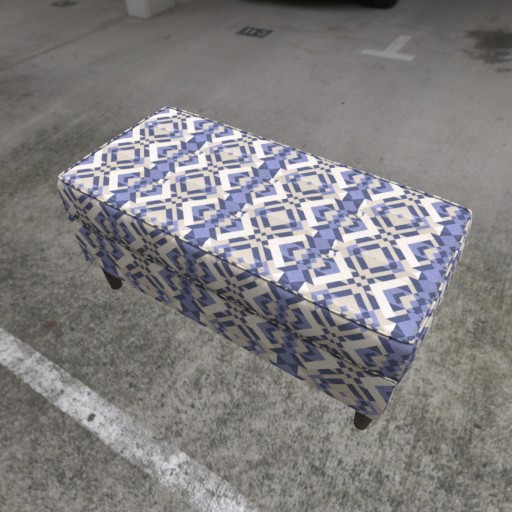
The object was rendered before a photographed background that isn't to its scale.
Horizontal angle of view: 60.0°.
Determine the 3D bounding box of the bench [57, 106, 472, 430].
[{"bbox_3d":[0.000,0.000,1.313,1.016,0.477,0.492,25,51,21],"label":"bench"}]
